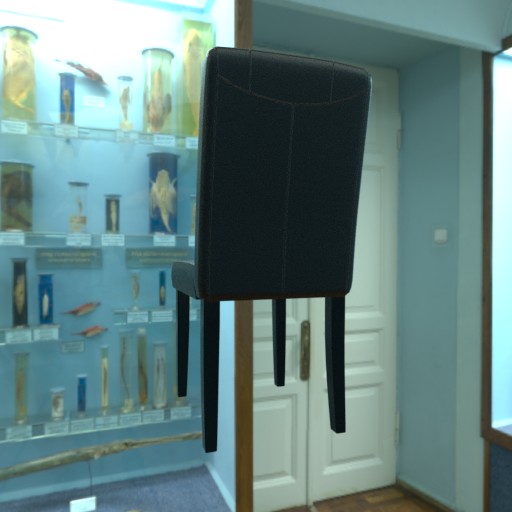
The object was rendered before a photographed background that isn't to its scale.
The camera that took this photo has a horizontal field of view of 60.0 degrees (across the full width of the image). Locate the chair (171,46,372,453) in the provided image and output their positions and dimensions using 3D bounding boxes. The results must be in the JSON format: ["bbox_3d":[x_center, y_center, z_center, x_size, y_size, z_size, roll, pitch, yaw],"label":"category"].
[{"bbox_3d":[0.000,0.000,1.235,0.399,0.897,0.556,0,1,-19],"label":"chair"}]
